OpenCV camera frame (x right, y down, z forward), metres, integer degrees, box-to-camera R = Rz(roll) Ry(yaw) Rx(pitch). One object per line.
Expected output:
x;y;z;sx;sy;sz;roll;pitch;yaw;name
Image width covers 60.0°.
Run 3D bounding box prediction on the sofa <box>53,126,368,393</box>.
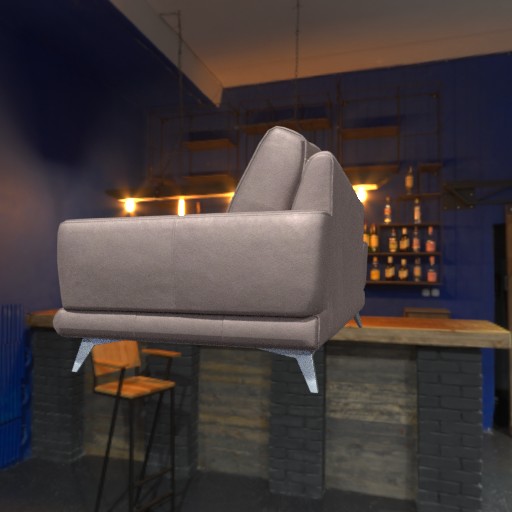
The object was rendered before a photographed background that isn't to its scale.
0.000;0.000;2.308;1.018;0.907;1.806;-1;-2;18;sofa
